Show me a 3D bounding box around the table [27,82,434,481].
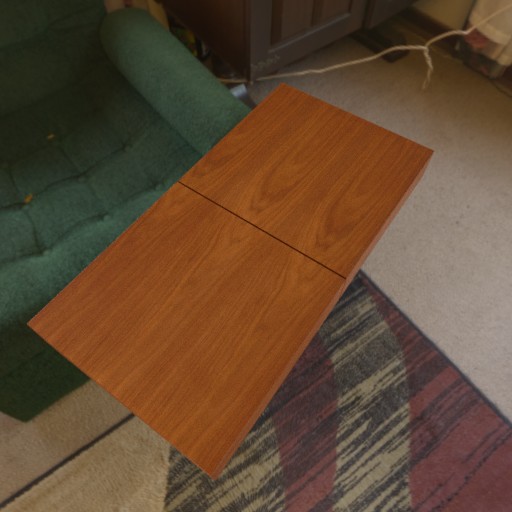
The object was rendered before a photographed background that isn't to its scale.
[{"bbox_3d":[0.000,0.000,1.452,0.610,0.330,1.194,31,63,18],"label":"table"}]
